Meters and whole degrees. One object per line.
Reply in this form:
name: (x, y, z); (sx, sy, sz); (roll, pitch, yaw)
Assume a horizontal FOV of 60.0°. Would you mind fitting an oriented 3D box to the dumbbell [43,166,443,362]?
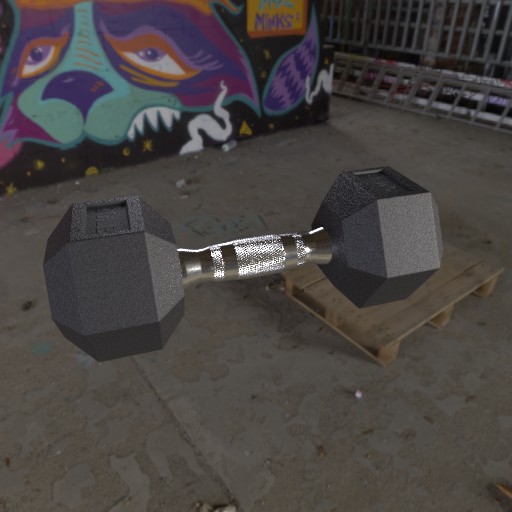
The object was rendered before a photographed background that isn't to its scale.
dumbbell: (0.000, 0.000, 0.352); (0.297, 0.101, 0.116); (-9, 33, -15)
